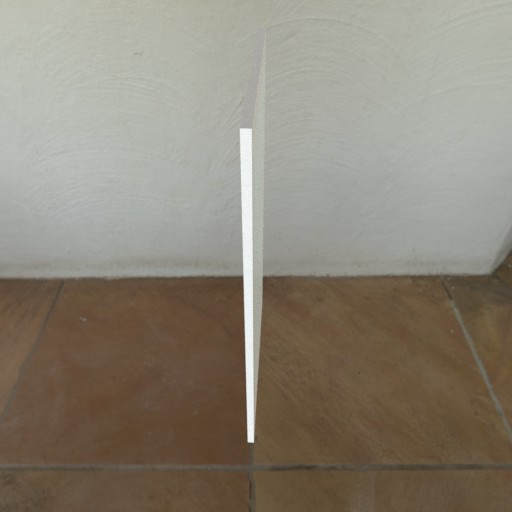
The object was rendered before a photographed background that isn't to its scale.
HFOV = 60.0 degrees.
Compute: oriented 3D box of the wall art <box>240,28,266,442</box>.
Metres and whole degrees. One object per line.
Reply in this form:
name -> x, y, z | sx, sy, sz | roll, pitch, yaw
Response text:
wall art -> 0.000, 0.000, 0.825 | 0.013, 0.683, 0.380 | 2, 41, 2
